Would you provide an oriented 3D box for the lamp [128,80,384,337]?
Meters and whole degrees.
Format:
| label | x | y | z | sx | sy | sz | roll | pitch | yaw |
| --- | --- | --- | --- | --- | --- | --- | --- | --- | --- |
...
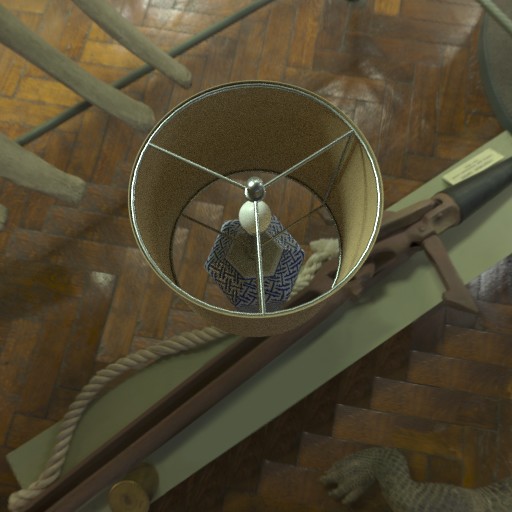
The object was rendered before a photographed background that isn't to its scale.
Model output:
| label | x | y | z | sx | sy | sz | roll | pitch | yaw |
| --- | --- | --- | --- | --- | --- | --- | --- | --- | --- |
| lamp | 0.000 | 0.000 | 0.865 | 0.320 | 0.682 | 0.320 | -33 | 78 | -8 |
